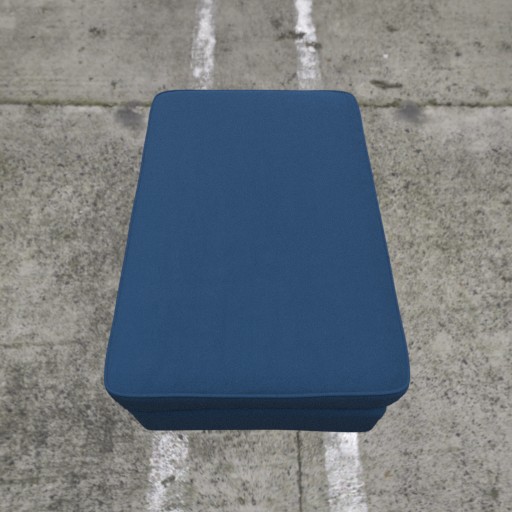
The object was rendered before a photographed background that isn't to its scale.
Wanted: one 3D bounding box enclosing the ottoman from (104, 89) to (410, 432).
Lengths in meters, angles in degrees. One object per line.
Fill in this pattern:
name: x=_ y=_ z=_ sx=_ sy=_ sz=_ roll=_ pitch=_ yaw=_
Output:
ottoman: x=0.000 y=0.000 z=1.194 sx=0.583 sy=0.484 sz=0.862 roll=0 pitch=58 yaw=0
